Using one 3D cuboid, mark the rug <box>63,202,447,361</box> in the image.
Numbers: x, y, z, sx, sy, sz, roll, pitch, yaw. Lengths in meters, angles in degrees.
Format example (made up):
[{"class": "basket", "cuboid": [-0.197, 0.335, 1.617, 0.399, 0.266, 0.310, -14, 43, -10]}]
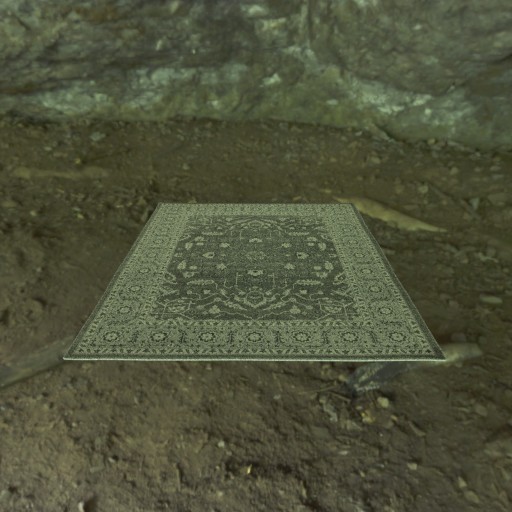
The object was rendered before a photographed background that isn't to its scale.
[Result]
[{"class": "rug", "cuboid": [0.000, 0.000, 4.195, 2.451, 0.026, 3.069, 0, 26, 0]}]
